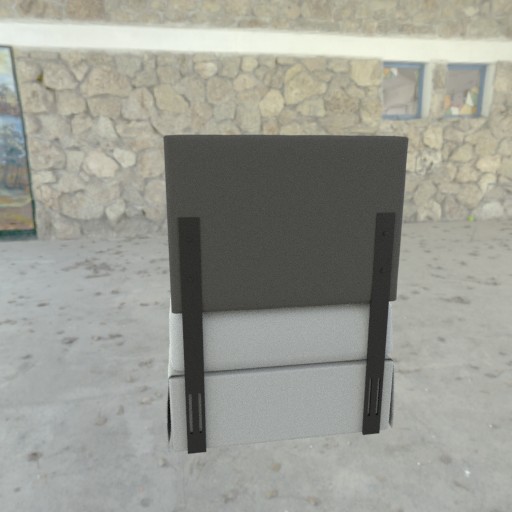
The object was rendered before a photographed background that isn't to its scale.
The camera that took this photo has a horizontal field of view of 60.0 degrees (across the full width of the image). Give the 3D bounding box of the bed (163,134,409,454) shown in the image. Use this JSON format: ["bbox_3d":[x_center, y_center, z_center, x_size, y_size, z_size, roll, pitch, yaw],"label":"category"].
[{"bbox_3d":[0.000,0.000,3.101,1.261,1.571,1.997,-2,13,-9],"label":"bed"}]
